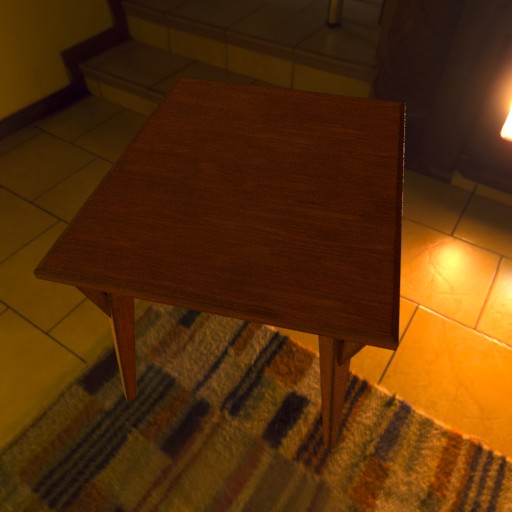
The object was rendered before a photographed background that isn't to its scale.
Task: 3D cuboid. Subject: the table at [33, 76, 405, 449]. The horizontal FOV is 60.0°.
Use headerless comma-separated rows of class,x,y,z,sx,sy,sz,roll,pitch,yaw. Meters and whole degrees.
table,0.000,0.000,1.570,0.838,0.761,0.991,10,49,9
